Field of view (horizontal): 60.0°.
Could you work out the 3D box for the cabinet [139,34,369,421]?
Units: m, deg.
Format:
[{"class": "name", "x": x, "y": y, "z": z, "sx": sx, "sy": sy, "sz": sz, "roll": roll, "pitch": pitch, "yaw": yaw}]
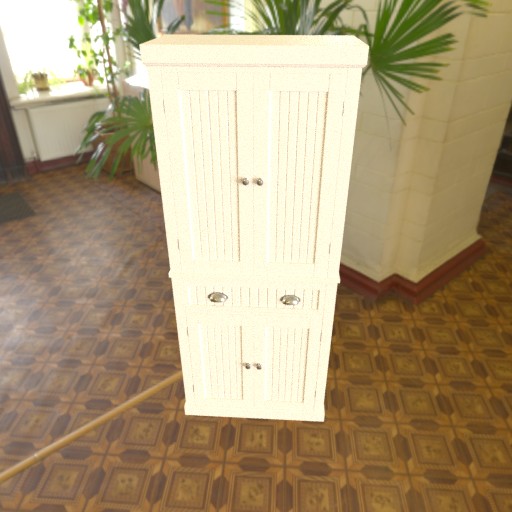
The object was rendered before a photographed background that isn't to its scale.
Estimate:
[{"class": "cabinet", "x": 0.000, "y": 0.000, "z": 2.078, "sx": 0.754, "sy": 1.829, "sz": 0.390, "roll": 2, "pitch": 31, "yaw": 3}]
